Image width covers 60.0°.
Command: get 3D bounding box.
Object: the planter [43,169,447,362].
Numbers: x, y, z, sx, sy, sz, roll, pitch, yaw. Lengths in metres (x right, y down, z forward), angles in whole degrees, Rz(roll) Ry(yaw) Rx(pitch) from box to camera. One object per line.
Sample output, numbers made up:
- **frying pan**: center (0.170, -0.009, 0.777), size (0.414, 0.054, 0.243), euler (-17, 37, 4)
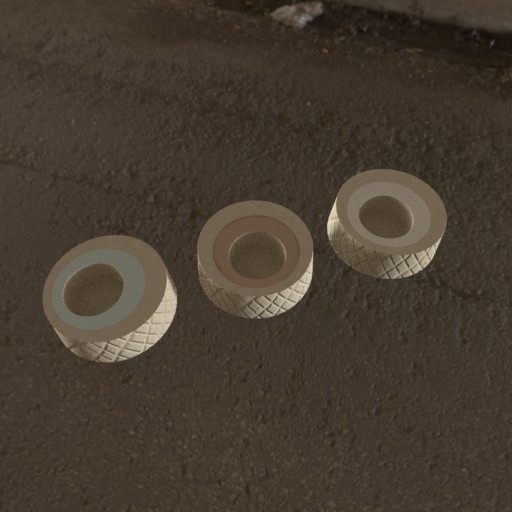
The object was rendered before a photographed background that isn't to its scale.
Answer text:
- **planter**: center (0.000, 0.000, 0.426), size (0.390, 0.038, 0.114), euler (-15, 59, -9)
